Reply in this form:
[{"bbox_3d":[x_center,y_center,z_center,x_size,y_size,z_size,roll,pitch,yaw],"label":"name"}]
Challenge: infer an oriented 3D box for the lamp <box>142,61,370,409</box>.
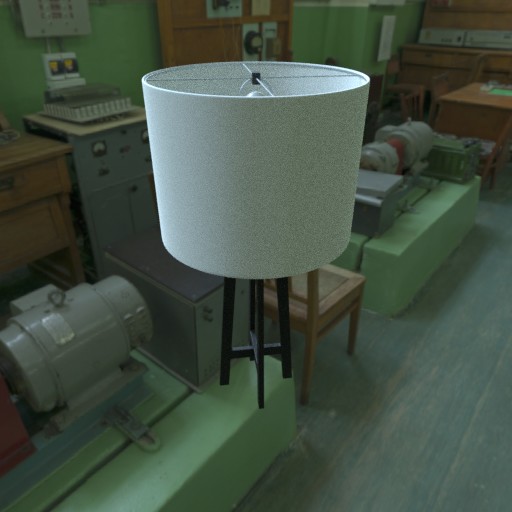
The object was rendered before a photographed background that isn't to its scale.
[{"bbox_3d":[0.000,0.000,0.633,0.257,0.489,0.257,21,36,31],"label":"lamp"}]
